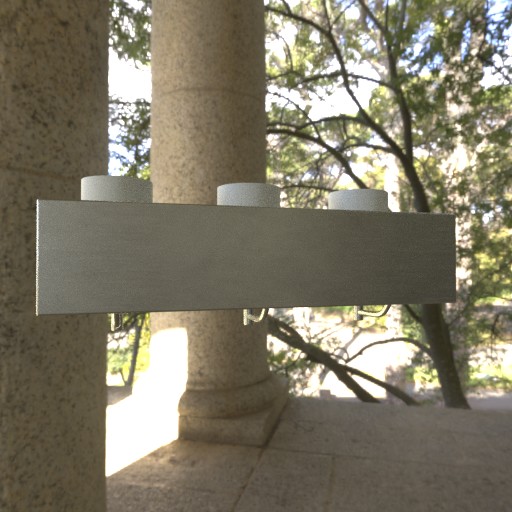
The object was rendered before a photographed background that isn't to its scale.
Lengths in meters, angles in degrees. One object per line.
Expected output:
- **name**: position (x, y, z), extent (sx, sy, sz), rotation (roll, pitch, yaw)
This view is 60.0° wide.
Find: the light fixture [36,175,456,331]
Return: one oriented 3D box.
- **light fixture**: position (0.000, 0.000, 0.529), extent (0.451, 0.172, 0.145), rotation (0, -1, -16)
